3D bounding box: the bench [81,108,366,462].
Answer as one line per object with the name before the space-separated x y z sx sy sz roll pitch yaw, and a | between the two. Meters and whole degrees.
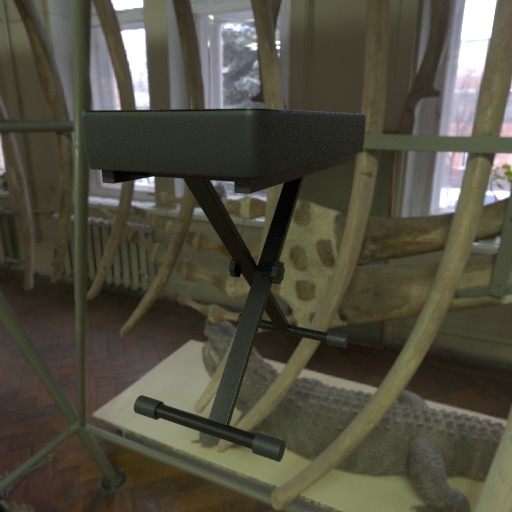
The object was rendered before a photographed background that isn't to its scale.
bench | 0.000 0.000 0.913 0.300 0.561 0.600 8 19 24
